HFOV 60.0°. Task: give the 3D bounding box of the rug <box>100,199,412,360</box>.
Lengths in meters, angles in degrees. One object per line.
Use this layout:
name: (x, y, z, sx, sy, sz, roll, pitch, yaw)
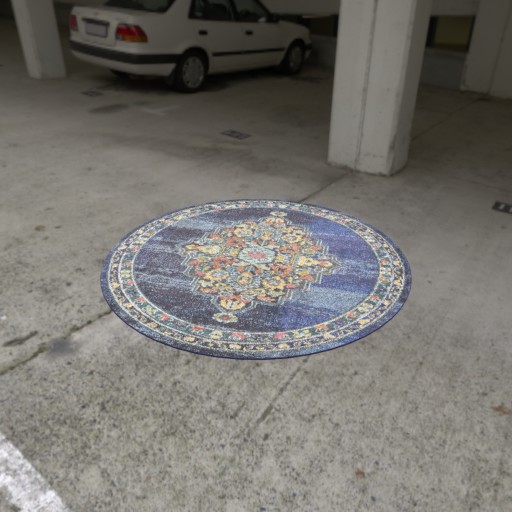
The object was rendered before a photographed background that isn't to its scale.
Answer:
rug: (0.000, 0.000, 2.368, 1.591, 0.010, 1.591, 0, 30, 0)
